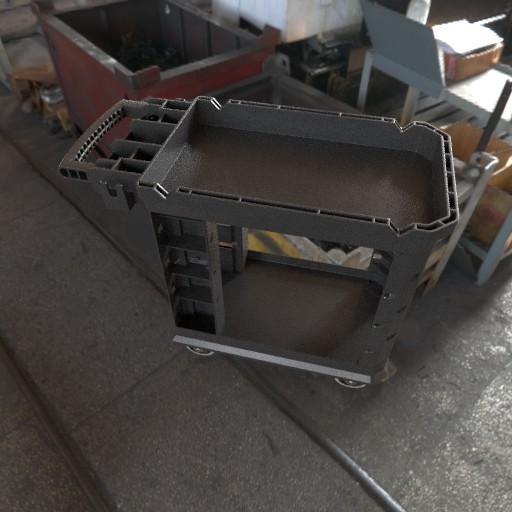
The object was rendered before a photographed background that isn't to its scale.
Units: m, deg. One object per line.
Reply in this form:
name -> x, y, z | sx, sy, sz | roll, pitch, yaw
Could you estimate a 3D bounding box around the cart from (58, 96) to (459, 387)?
cart -> 0.000, 0.000, 1.557 | 1.061, 0.884, 0.497 | 10, 47, 9
